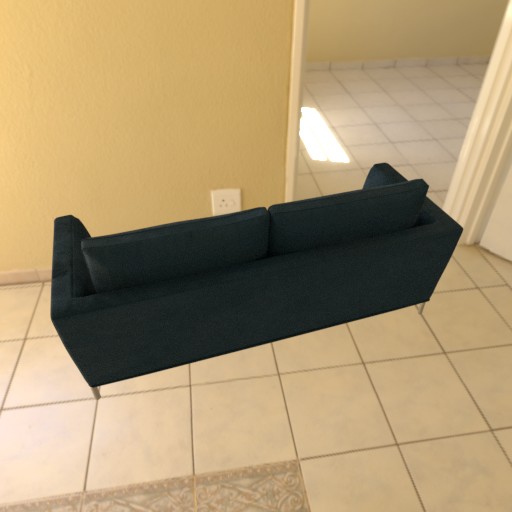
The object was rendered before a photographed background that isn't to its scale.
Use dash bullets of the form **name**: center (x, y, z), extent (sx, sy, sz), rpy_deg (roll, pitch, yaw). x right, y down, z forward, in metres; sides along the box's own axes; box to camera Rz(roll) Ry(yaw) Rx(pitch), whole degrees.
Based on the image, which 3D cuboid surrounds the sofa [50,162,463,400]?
- **sofa**: center (0.000, 0.000, 2.697), extent (2.212, 0.998, 0.853), rpy_deg (-12, 41, -14)
